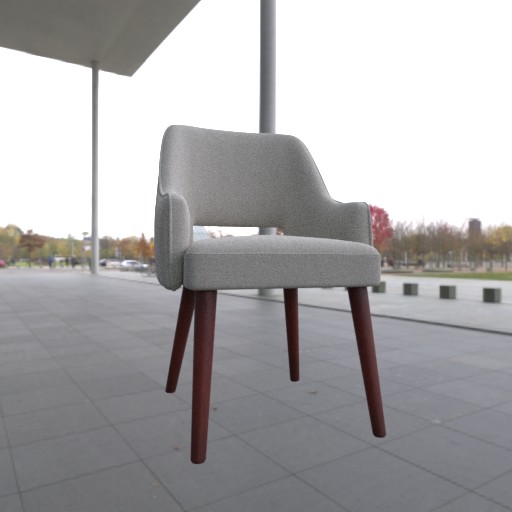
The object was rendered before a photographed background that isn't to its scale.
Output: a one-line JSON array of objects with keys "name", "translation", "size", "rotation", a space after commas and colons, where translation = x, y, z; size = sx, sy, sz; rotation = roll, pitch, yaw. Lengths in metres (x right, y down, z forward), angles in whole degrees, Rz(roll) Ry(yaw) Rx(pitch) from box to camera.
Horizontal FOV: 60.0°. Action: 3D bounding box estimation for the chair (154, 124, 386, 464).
[{"name": "chair", "translation": [0.000, 0.000, 1.231], "size": [0.560, 0.840, 0.580], "rotation": [0, 0, -18]}]
